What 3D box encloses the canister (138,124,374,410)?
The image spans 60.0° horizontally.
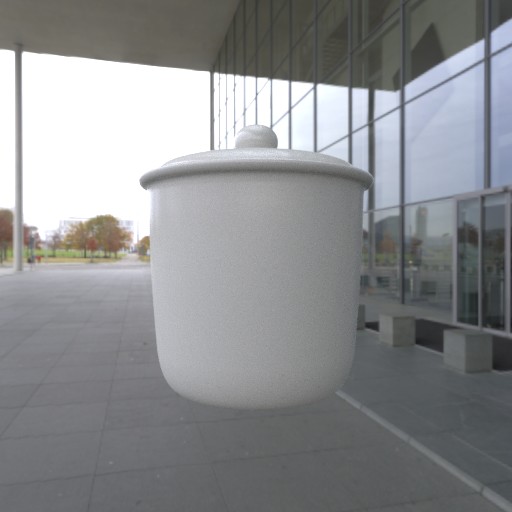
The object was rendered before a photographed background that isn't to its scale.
[{"bbox_3d":[0.000,0.000,0.355,0.182,0.208,0.182,0,0,0],"label":"canister"}]
